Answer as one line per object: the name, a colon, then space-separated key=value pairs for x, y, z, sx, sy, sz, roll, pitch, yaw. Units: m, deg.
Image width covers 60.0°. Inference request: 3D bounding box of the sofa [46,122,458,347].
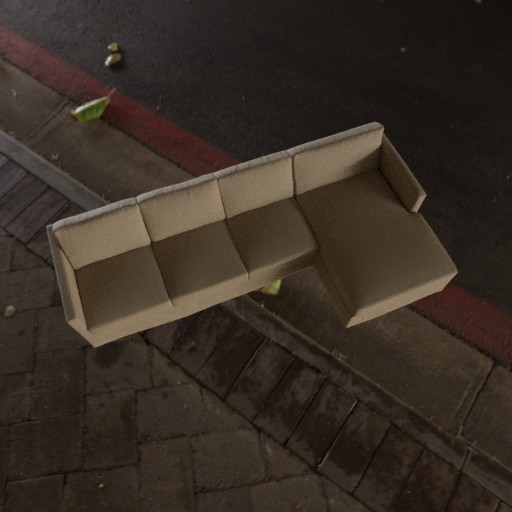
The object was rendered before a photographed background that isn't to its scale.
sofa: x=0.000 y=0.000 z=3.890 sx=3.206 sy=0.871 sz=1.622 roll=-20 pitch=65 yaw=-10
